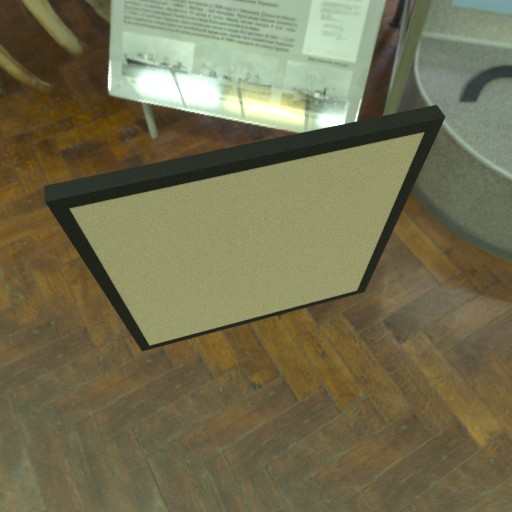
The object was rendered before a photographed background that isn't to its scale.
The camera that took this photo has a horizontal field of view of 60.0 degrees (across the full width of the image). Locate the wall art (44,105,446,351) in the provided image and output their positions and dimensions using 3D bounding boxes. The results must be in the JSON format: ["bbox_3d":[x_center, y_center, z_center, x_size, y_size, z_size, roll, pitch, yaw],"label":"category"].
[{"bbox_3d":[0.000,0.000,0.460,0.306,0.304,0.015,-14,60,-8],"label":"wall art"}]
